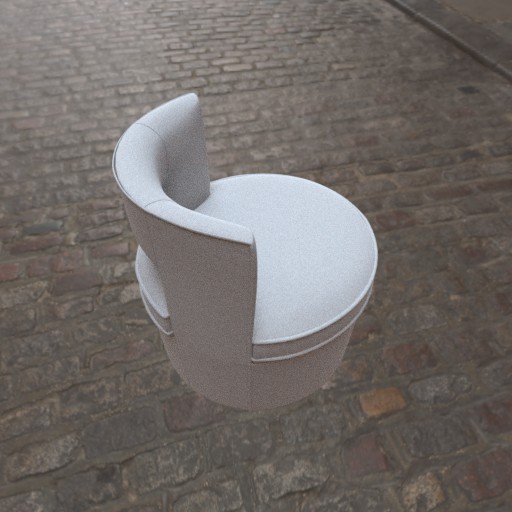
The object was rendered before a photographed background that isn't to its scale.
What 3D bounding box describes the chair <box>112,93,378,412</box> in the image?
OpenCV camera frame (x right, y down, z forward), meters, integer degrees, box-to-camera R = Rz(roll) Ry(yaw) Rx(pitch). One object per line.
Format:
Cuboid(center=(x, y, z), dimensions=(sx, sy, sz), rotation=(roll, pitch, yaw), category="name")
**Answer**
Cuboid(center=(0.000, 0.000, 1.253), dimensions=(0.665, 0.723, 0.650), rotation=(-11, 46, -11), category="chair")
